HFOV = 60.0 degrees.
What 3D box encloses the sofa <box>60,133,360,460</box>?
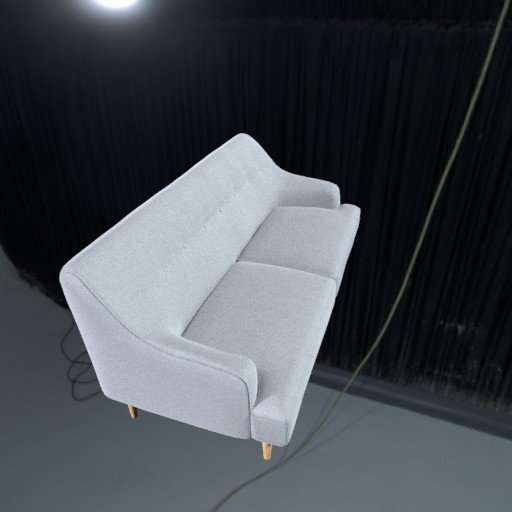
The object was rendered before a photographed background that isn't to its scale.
[{"bbox_3d":[0.000,0.000,2.597,0.978,0.871,2.057,10,33,16],"label":"sofa"}]
